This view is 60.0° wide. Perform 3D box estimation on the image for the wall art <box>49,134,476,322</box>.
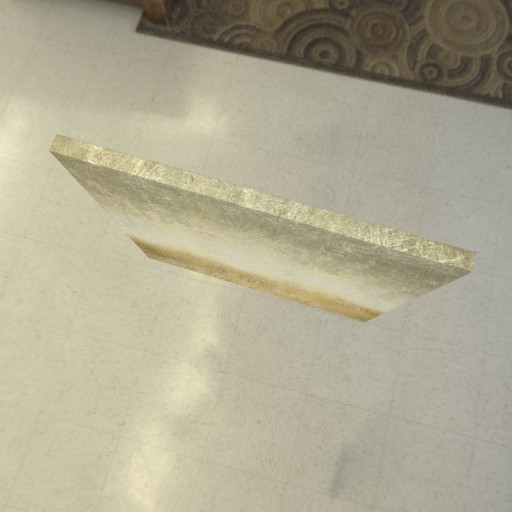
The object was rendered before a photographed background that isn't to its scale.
[{"bbox_3d":[0.000,0.000,1.626,1.092,1.091,0.051,16,76,4],"label":"wall art"}]
